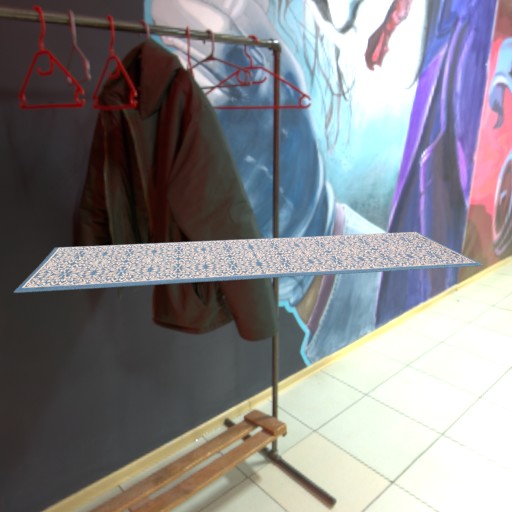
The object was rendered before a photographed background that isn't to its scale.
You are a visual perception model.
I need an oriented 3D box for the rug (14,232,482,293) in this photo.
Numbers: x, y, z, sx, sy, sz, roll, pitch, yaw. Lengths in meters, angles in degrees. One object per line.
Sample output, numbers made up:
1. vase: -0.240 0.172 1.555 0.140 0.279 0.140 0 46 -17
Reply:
1. rug: 0.000 0.000 2.361 2.196 0.011 0.662 -3 18 -9
